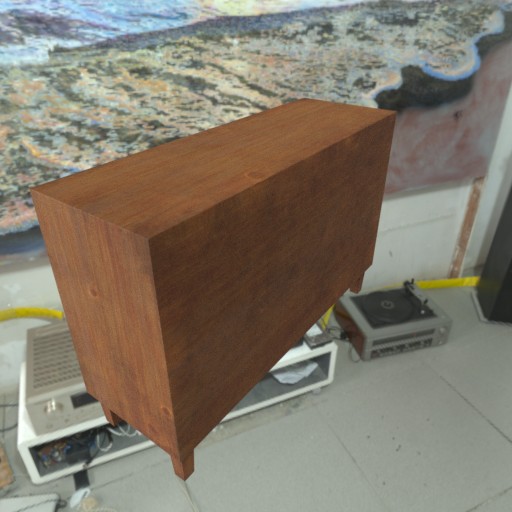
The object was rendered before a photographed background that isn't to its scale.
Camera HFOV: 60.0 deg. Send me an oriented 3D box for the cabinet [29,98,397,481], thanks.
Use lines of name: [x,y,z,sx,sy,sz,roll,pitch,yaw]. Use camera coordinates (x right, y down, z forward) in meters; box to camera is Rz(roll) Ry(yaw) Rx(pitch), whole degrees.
cabinet: [0.000,0.000,1.532,0.403,0.805,1.204,21,37,31]
